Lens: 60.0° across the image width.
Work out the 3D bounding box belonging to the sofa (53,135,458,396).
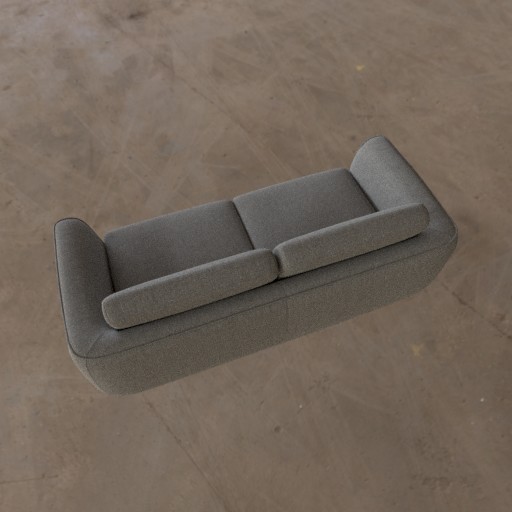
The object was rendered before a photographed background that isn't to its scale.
[{"bbox_3d":[0.000,0.000,2.437,2.000,0.870,0.920,-17,58,-11],"label":"sofa"}]
